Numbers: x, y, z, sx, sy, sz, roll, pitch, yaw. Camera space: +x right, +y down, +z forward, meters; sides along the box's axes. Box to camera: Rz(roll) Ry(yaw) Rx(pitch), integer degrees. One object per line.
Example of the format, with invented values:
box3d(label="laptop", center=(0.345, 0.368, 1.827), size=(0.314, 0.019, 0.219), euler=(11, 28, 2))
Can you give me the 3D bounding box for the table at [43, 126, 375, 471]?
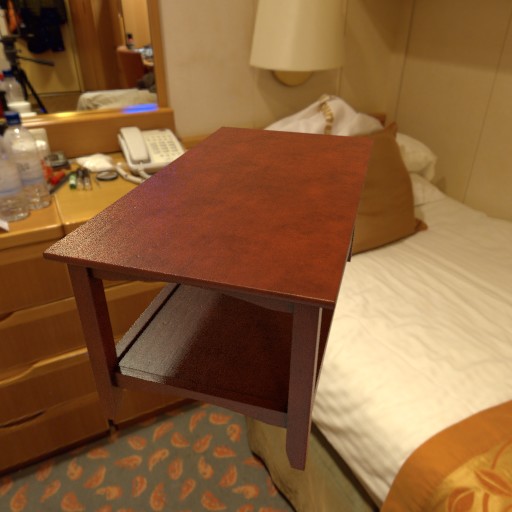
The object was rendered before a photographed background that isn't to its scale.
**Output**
box3d(label="table", center=(0.000, 0.000, 1.243), size=(0.533, 0.456, 0.943), euler=(9, 31, 14))
